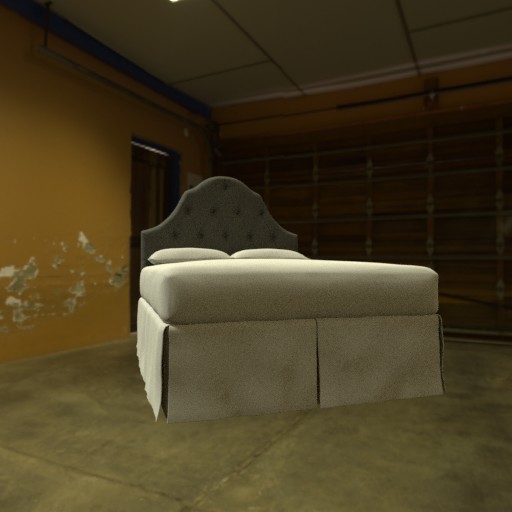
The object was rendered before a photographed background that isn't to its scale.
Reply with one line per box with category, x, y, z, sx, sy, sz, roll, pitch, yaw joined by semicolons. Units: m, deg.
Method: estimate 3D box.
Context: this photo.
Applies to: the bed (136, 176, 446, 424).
bed;0.000;0.000;3.253;1.636;1.575;2.155;0;-1;-18
